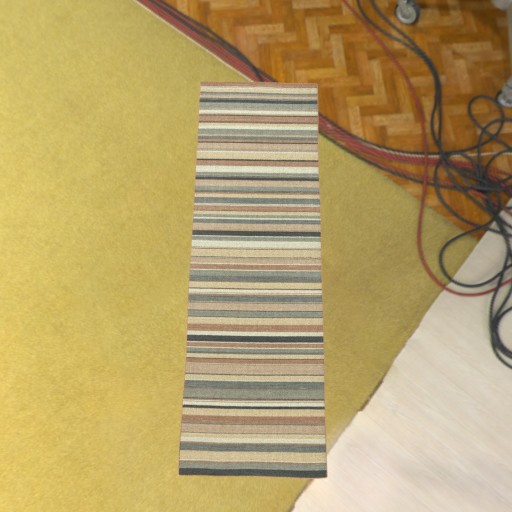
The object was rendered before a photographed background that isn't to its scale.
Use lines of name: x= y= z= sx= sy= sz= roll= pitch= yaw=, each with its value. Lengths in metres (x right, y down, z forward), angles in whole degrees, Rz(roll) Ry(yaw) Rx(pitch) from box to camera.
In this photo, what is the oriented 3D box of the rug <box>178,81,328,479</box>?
rug: x=0.000 y=0.000 z=2.679 sx=0.799 sy=0.010 sz=2.444 roll=1 pitch=75 yaw=0
